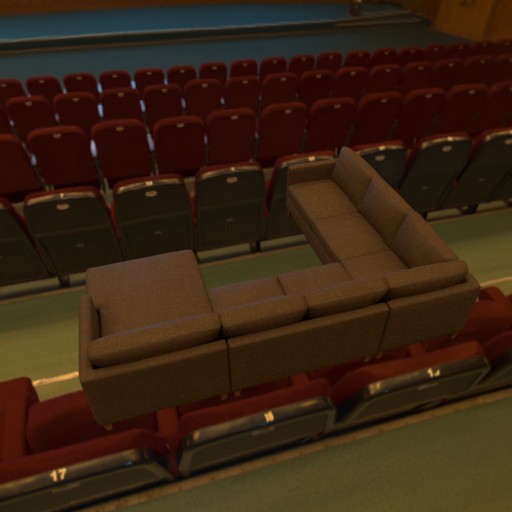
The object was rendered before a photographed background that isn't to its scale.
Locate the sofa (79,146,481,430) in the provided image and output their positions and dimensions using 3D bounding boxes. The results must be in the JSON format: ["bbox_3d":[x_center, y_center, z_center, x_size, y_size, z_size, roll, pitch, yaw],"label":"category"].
[{"bbox_3d":[0.000,0.000,4.640,3.460,0.961,2.594,-11,42,-13],"label":"sofa"}]
